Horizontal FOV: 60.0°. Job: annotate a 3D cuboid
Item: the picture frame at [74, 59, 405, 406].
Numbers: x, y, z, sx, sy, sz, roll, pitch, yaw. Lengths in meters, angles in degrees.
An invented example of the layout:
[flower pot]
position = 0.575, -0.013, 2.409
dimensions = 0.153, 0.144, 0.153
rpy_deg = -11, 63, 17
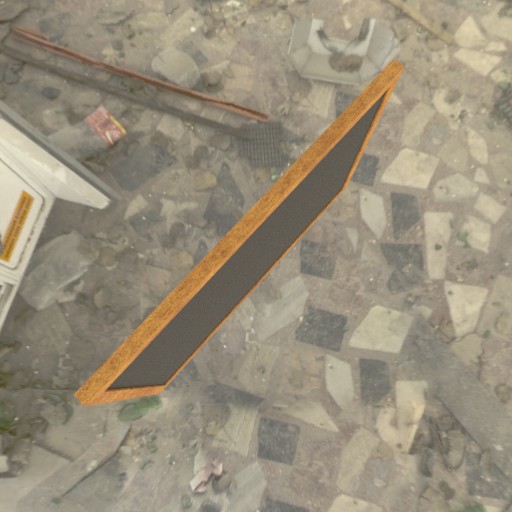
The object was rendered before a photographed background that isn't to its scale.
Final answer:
[picture frame]
position = 0.000, 0.000, 1.158
dimensions = 0.029, 0.621, 0.922
rpy_deg = 41, 78, 10
